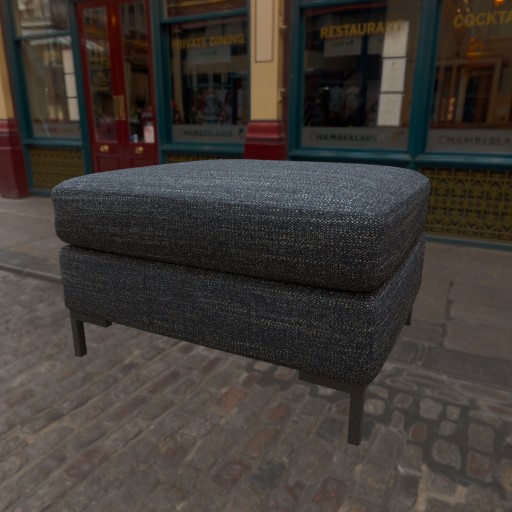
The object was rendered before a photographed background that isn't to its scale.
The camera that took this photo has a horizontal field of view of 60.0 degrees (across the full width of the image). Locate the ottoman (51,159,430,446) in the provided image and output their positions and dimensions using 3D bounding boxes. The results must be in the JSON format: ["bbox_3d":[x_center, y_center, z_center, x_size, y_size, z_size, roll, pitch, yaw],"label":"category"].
[{"bbox_3d":[0.000,0.000,1.209,0.814,0.491,0.667,8,18,26],"label":"ottoman"}]
